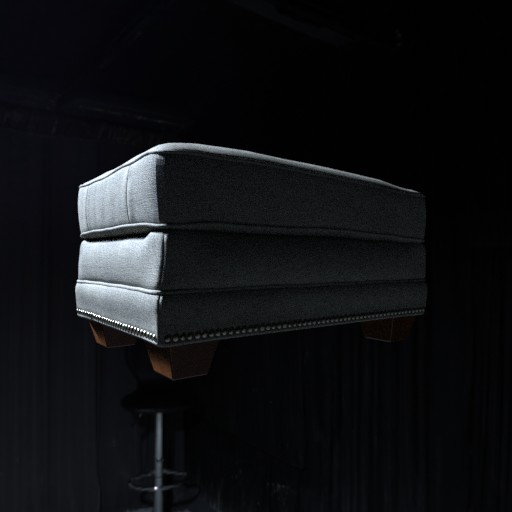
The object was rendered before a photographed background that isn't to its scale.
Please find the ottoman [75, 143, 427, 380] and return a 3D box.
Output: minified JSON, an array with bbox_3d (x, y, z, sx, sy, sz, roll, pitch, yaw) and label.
[{"bbox_3d":[0.000,0.000,1.192,0.813,0.457,0.561,0,-1,-37],"label":"ottoman"}]
